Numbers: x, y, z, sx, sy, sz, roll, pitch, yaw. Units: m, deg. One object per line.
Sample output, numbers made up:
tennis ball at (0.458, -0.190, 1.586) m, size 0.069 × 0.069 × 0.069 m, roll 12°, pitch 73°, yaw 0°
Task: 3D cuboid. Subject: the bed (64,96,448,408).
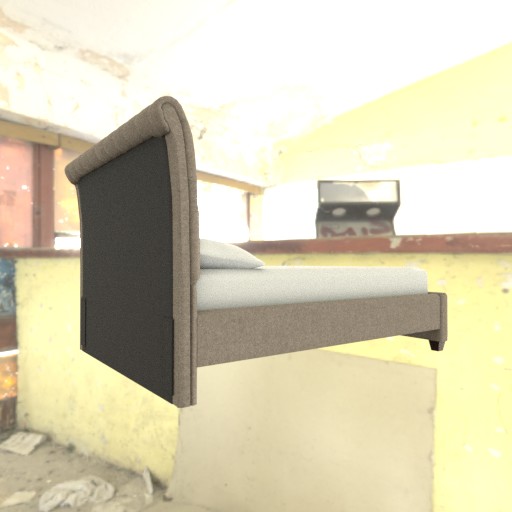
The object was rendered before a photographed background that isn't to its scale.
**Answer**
bed at (0.000, 0.000, 3.207) m, size 2.252 × 1.371 × 1.645 m, roll 1°, pitch -1°, yaw -36°
